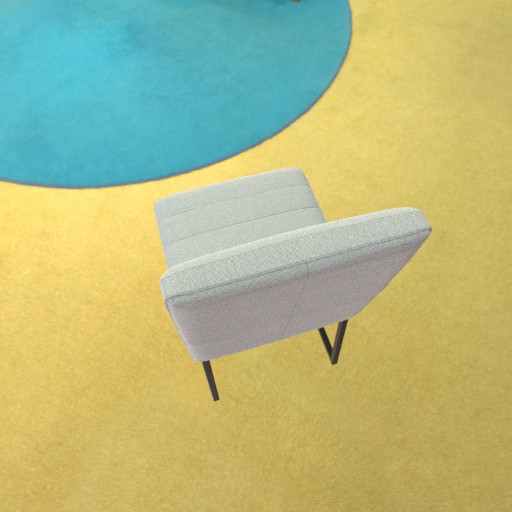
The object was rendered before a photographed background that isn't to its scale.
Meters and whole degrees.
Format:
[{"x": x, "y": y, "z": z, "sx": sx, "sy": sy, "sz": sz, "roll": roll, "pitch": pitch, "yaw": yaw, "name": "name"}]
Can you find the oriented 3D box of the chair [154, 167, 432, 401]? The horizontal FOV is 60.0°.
[{"x": 0.000, "y": 0.000, "z": 1.311, "sx": 0.520, "sy": 0.930, "sz": 0.634, "roll": -15, "pitch": 60, "yaw": -9, "name": "chair"}]
